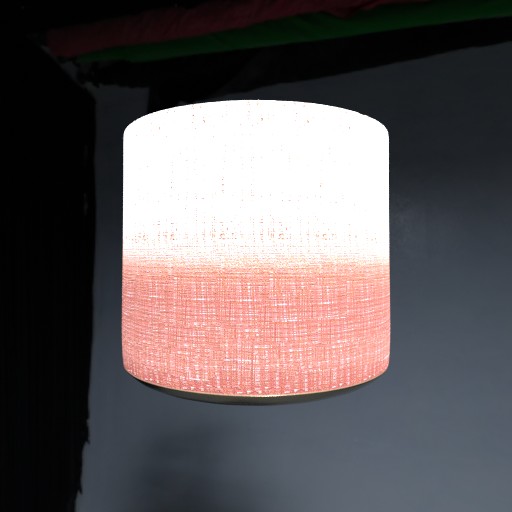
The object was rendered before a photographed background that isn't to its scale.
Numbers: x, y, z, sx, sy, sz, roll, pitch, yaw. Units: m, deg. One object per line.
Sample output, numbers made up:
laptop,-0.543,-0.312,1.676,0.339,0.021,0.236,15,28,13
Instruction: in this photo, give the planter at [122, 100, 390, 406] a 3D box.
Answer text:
planter,0.000,0.000,0.306,0.178,0.157,0.178,0,1,0
